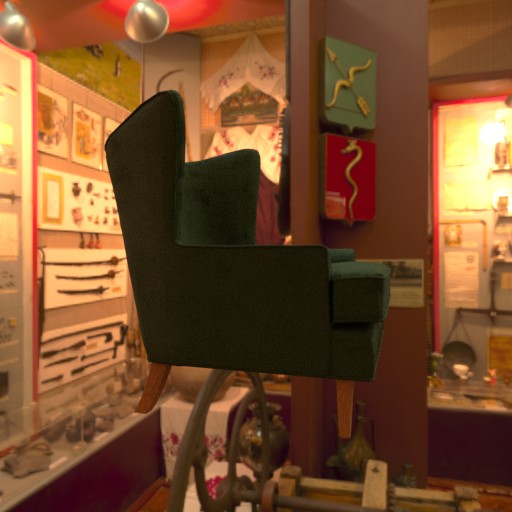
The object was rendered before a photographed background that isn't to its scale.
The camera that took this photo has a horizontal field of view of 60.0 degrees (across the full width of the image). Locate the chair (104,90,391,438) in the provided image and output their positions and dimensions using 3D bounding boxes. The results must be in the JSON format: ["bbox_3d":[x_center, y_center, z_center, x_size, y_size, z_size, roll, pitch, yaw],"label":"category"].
[{"bbox_3d":[0.000,0.000,1.578,0.910,0.952,0.793,0,0,18],"label":"chair"}]
